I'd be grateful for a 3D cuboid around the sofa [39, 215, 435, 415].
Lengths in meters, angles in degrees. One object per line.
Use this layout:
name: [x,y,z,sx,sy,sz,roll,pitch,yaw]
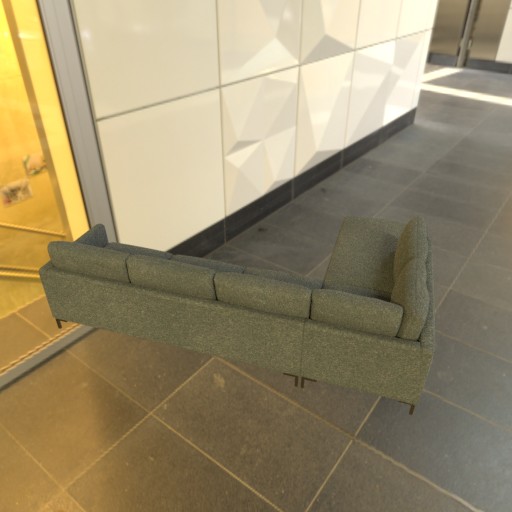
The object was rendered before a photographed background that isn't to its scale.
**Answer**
sofa: [0.000,0.000,3.939,2.949,0.815,2.007,10,34,15]
